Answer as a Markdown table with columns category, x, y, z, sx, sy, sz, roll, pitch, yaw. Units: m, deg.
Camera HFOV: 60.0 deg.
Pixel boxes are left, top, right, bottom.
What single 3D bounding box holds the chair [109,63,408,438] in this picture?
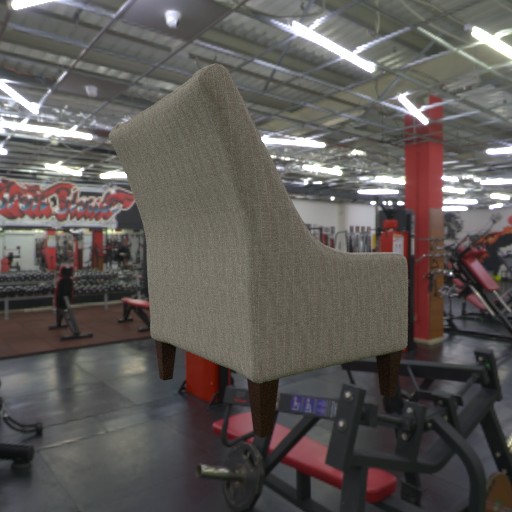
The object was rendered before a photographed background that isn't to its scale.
| category | x | y | z | sx | sy | sz | roll | pitch | yaw |
| --- | --- | --- | --- | --- | --- | --- | --- | --- | --- |
| chair | 0.000 | 0.000 | 1.665 | 0.870 | 1.014 | 0.774 | -1 | 2 | -36 |
